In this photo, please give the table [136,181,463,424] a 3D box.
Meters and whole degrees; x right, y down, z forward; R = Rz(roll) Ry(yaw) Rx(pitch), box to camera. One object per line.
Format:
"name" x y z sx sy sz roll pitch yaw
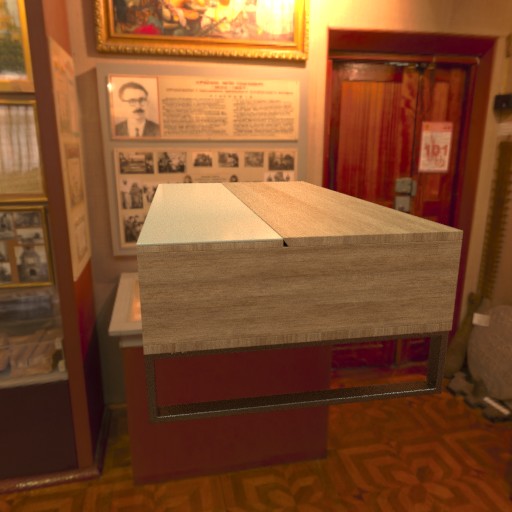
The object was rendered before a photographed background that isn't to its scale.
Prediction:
"table" 0.000 0.000 1.354 0.600 0.350 1.100 -3 15 -10
